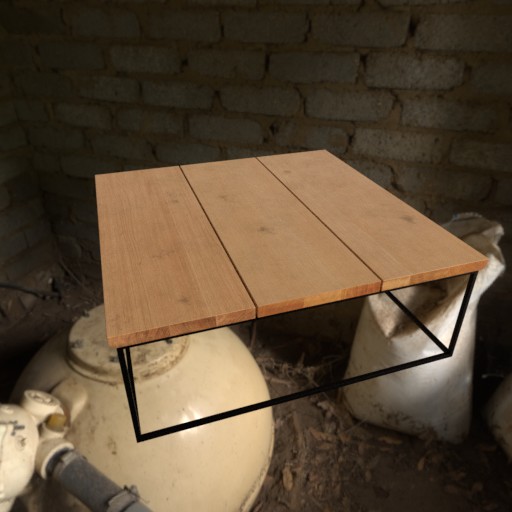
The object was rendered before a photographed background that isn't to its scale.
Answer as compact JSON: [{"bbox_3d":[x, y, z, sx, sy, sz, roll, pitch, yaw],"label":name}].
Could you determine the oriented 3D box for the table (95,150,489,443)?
[{"bbox_3d":[0.000,0.000,1.725,1.100,0.400,1.100,-10,33,-16],"label":"table"}]
